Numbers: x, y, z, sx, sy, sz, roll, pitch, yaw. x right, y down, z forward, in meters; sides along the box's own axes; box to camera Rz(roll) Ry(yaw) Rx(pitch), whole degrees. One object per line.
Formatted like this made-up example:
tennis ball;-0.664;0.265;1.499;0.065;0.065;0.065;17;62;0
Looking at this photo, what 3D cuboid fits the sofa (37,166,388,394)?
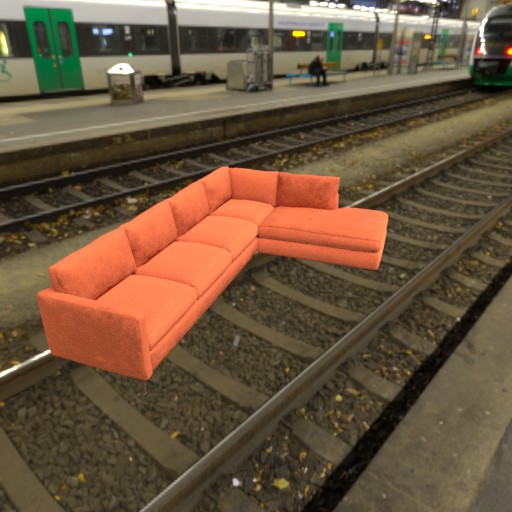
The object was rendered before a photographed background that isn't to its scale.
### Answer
sofa;0.000;0.000;3.609;1.879;0.757;2.736;9;27;18
